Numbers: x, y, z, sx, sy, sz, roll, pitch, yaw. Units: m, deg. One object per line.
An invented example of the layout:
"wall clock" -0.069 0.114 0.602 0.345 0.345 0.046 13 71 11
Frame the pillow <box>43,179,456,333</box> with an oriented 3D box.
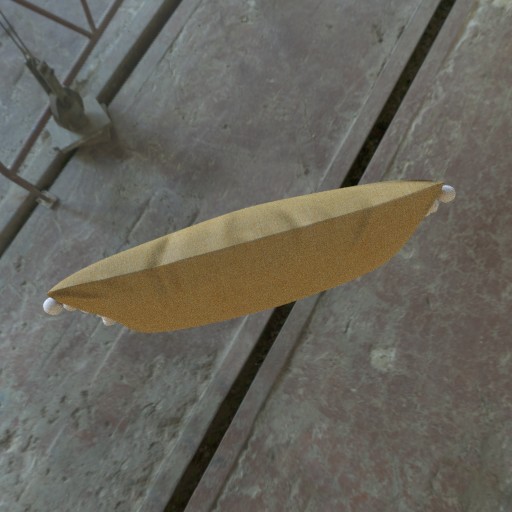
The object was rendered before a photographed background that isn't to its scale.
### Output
"pillow" 0.000 0.000 0.847 0.709 0.322 0.201 -16 77 -4
